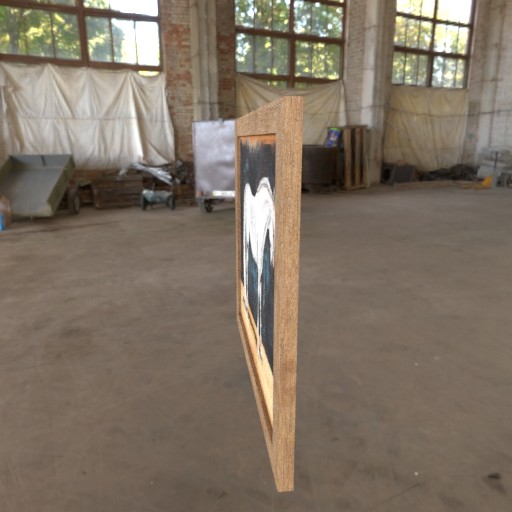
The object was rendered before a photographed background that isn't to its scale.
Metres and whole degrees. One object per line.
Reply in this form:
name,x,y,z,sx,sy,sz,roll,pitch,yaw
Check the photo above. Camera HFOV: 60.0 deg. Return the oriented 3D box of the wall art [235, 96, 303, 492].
wall art,0.000,0.000,0.954,0.026,0.588,0.690,-2,15,-7
